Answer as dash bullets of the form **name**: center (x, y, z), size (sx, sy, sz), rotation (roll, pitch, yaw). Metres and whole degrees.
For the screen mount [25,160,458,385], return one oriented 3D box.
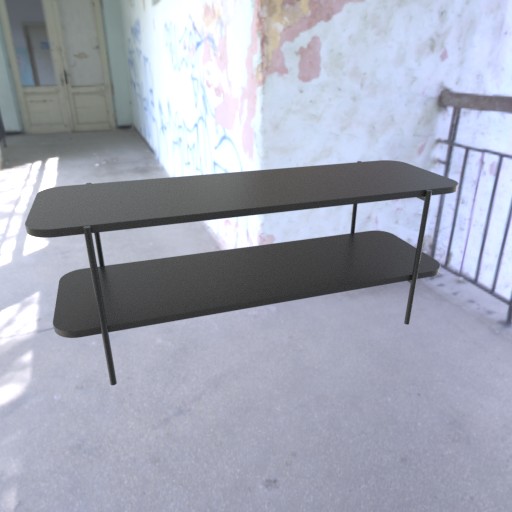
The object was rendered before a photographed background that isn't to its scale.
- **screen mount**: center (0.000, 0.000, 1.388), size (1.200, 0.447, 0.400), rotation (-8, 26, -17)
